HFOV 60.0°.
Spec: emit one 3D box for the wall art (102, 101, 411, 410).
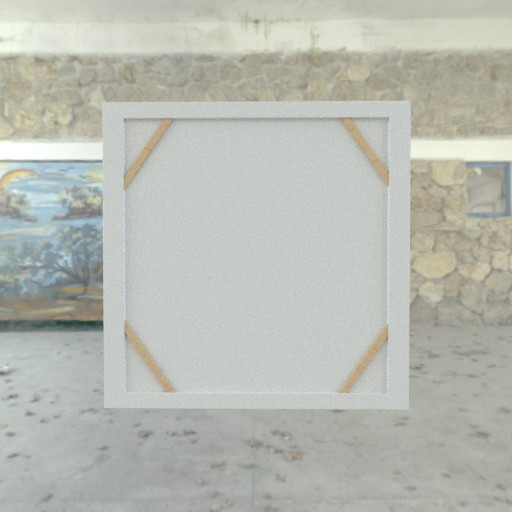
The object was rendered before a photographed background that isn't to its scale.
[{"bbox_3d":[0.000,0.000,0.604,0.405,0.407,0.038,0,1,1],"label":"wall art"}]
